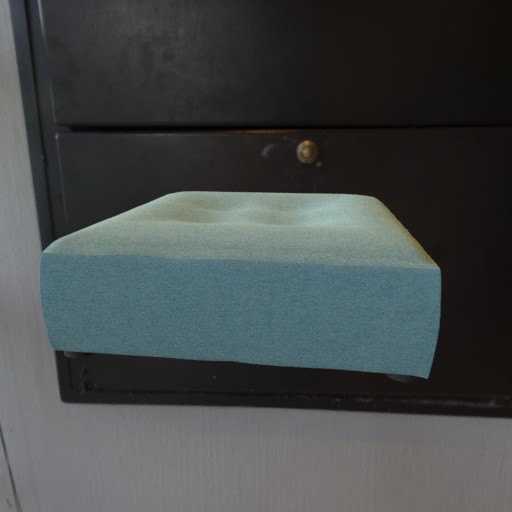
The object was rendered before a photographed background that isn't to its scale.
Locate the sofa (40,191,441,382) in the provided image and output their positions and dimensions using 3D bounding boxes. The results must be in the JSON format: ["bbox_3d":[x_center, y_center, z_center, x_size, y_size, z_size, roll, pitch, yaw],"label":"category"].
[{"bbox_3d":[0.000,0.000,1.459,0.930,0.330,0.930,2,16,8],"label":"sofa"}]
